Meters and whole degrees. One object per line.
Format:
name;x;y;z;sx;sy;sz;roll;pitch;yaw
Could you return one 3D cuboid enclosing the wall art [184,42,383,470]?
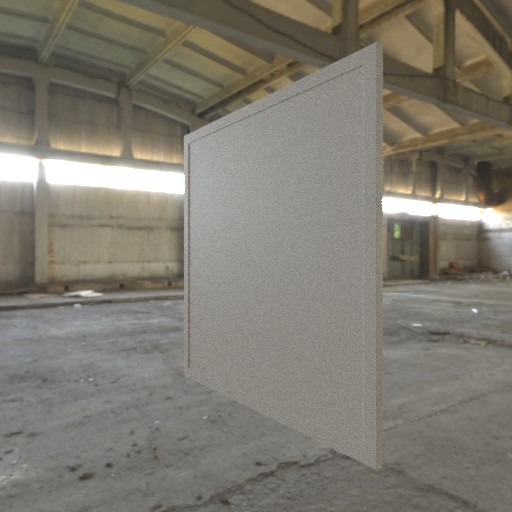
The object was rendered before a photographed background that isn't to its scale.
wall art;0.000;0.000;0.956;0.015;0.660;0.660;0;0;-36
